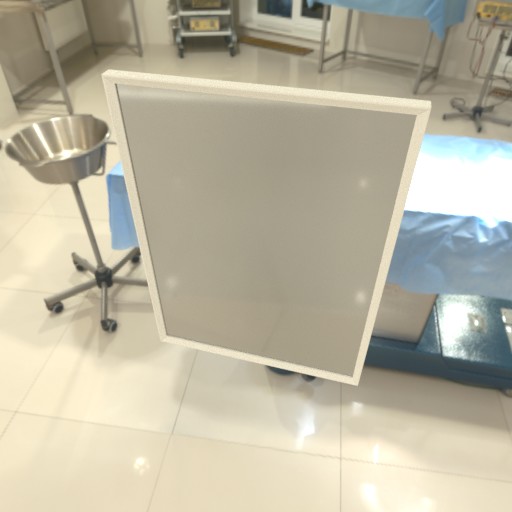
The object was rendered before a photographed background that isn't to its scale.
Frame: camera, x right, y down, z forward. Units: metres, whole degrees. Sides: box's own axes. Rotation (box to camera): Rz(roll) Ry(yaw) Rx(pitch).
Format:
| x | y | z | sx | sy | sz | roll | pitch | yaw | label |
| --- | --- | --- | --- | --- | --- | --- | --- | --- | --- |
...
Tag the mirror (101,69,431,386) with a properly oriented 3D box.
| x | y | z | sx | sy | sz | roll | pitch | yaw | label |
| --- | --- | --- | --- | --- | --- | --- | --- | --- | --- |
| 0.000 | 0.000 | 1.337 | 0.762 | 1.016 | 0.041 | 10 | 42 | 12 | mirror |
